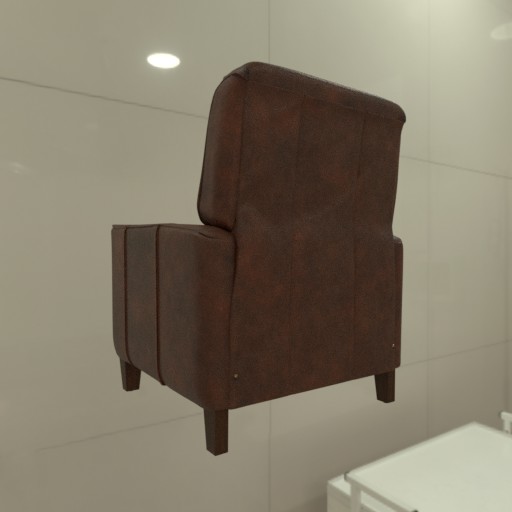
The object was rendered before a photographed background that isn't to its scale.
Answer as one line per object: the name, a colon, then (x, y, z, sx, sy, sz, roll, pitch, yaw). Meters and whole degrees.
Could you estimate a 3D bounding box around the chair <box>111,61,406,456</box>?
chair: (0.000, 0.000, 1.633, 0.843, 1.043, 0.836, 0, 1, -35)
